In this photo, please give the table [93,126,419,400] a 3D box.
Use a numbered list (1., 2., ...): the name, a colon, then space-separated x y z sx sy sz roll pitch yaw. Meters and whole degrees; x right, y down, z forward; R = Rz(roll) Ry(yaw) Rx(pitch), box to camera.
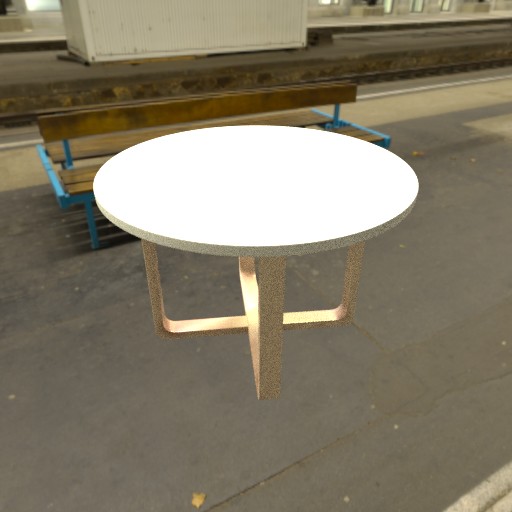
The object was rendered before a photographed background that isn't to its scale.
1. table: 0.000 0.000 0.960 0.600 0.400 0.600 0 31 0
